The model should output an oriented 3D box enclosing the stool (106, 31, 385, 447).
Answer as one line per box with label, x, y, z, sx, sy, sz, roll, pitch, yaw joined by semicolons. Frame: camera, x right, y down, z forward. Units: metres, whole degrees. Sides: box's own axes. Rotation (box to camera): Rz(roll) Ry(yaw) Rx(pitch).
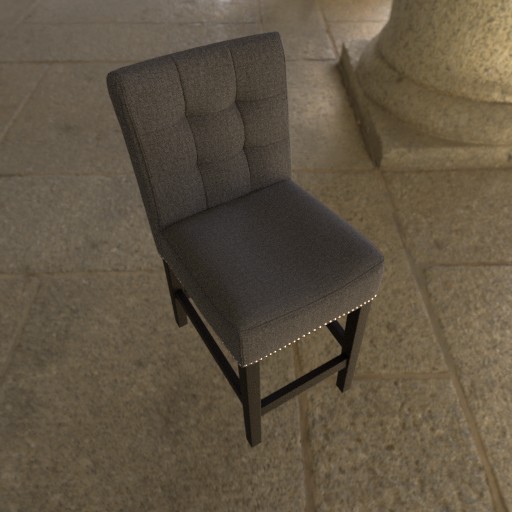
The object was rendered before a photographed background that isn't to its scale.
stool;0.000;0.000;1.155;0.427;0.885;0.571;-24;52;-20
